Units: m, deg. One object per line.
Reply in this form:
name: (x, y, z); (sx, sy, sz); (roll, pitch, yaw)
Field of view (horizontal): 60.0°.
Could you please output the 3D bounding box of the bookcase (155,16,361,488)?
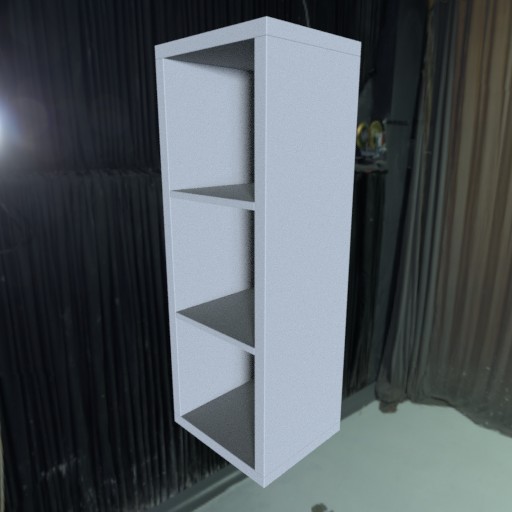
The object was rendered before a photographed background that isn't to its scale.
bookcase: (0.000, 0.000, 1.229); (0.330, 1.080, 0.390); (-14, 20, -43)
